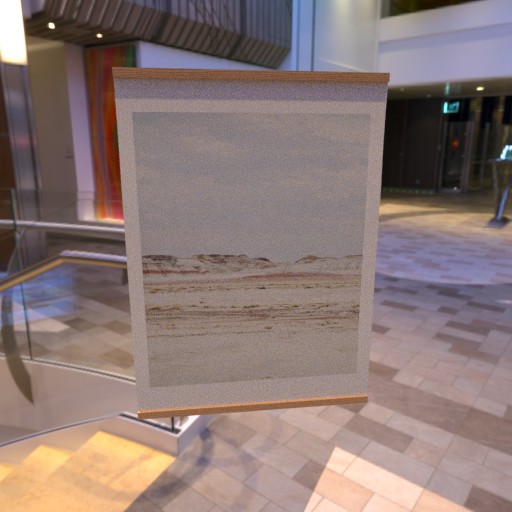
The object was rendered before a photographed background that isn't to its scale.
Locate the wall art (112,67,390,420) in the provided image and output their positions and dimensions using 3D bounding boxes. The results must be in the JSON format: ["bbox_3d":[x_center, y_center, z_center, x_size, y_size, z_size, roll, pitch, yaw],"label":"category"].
[{"bbox_3d":[0.000,0.000,1.303,0.739,1.016,0.020,-2,14,-7],"label":"wall art"}]
